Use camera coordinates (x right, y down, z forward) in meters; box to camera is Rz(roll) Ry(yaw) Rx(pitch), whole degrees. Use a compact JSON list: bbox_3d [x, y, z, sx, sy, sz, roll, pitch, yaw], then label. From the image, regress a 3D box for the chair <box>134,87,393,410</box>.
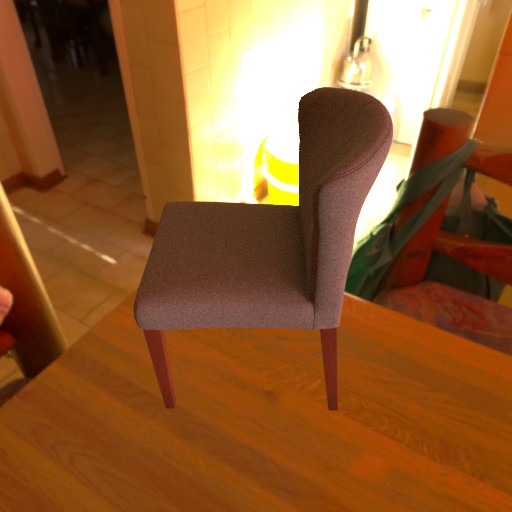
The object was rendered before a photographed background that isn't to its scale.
[{"bbox_3d":[0.000,0.000,1.236,0.592,0.839,0.491,0,39,0],"label":"chair"}]
